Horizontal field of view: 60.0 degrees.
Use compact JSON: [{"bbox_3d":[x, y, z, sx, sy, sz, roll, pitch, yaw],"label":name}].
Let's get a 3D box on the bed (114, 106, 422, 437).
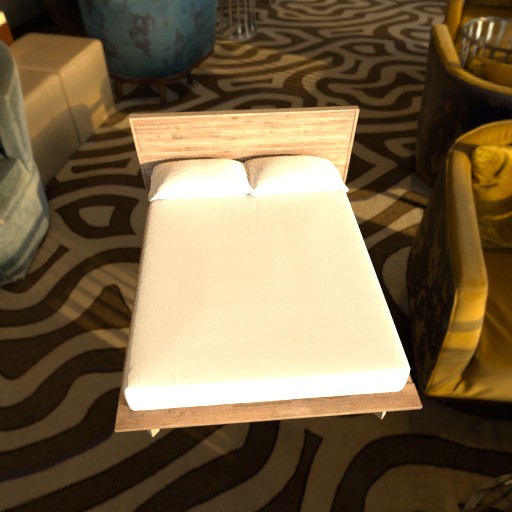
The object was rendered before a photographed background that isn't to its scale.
[{"bbox_3d":[0.000,0.000,3.046,1.759,1.071,2.145,-3,45,-3],"label":"bed"}]
